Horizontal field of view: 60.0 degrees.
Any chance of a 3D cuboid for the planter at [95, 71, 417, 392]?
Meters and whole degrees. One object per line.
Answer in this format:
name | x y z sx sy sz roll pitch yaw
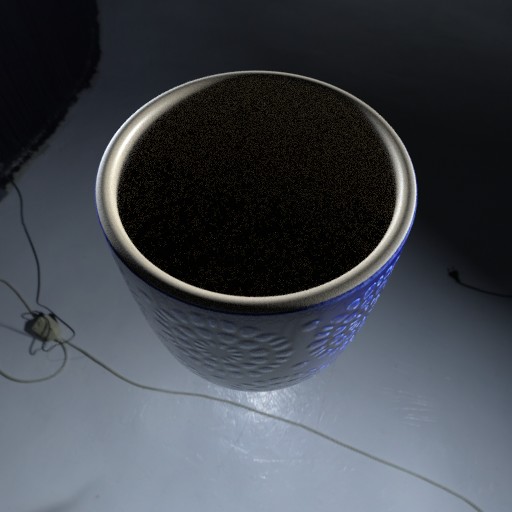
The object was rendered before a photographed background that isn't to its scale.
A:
planter | 0.000 0.000 0.196 0.109 0.112 0.109 0 58 0
